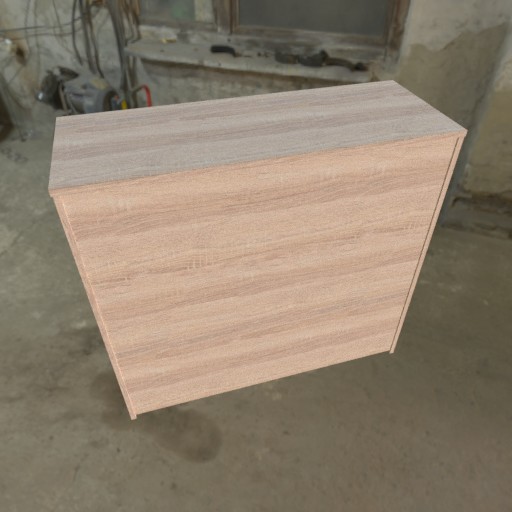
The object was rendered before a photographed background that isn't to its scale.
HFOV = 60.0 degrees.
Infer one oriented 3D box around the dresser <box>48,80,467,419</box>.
[{"bbox_3d":[0.000,0.000,1.425,0.980,0.900,0.380,-11,42,-12],"label":"dresser"}]
